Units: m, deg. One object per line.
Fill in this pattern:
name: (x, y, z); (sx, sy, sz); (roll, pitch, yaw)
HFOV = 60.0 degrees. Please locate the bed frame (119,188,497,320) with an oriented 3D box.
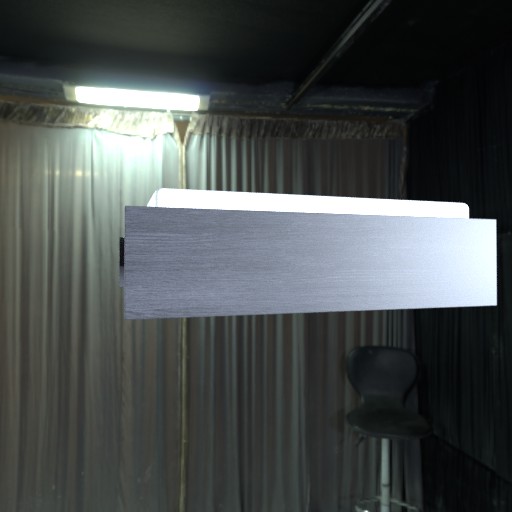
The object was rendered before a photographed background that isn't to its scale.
bed frame: (0.000, 0.000, 2.555); (1.490, 0.432, 1.950); (0, -1, -18)
